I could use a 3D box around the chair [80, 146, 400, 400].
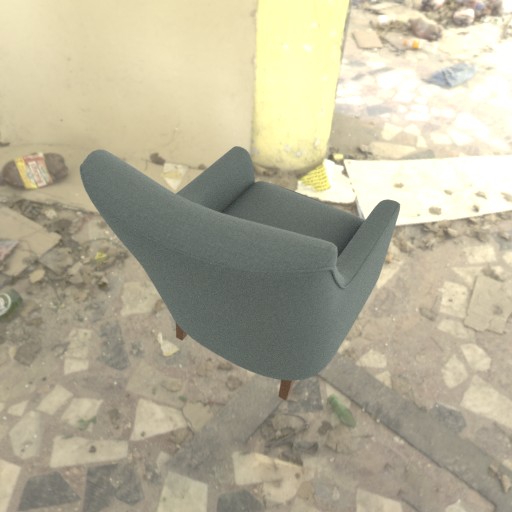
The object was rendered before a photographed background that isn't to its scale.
[{"bbox_3d":[0.000,0.000,1.579,0.756,0.916,0.879,24,51,22],"label":"chair"}]
